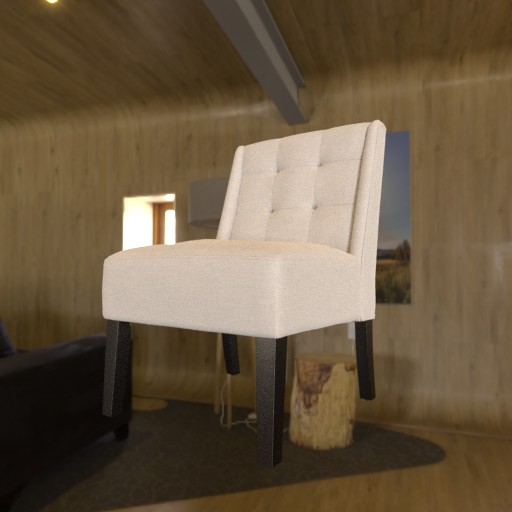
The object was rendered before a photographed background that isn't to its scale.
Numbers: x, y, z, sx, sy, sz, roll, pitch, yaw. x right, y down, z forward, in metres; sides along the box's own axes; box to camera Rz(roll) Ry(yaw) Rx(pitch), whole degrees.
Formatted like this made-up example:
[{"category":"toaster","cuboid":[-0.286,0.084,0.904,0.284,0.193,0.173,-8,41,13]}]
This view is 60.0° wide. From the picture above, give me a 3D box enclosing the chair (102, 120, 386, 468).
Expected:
[{"category":"chair","cuboid":[0.000,0.000,1.292,0.569,0.853,0.676,-1,-1,35]}]
